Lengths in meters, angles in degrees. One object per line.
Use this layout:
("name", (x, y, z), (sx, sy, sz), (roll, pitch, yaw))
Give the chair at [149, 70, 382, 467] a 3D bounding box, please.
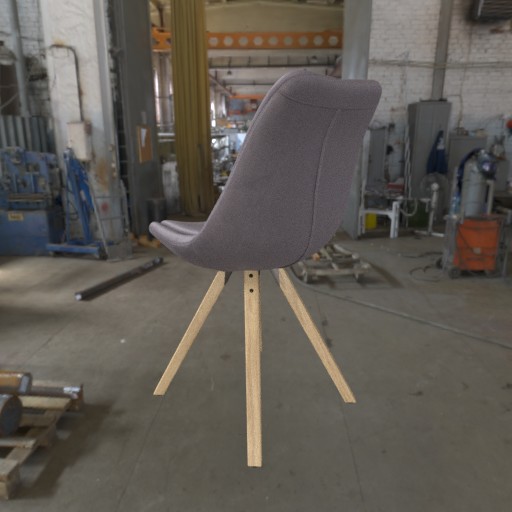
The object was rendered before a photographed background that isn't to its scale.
("chair", (0.000, 0.000, 1.194), (0.483, 0.865, 0.547), (-14, 21, -41))
